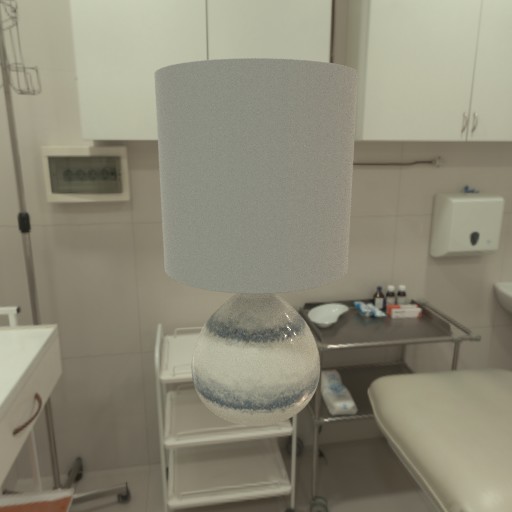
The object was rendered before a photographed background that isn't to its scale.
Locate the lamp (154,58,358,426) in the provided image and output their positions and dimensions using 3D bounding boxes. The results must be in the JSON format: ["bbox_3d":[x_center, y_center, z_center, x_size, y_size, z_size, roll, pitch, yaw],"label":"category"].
[{"bbox_3d":[0.000,0.000,0.533,0.216,0.404,0.216,-2,15,-10],"label":"lamp"}]
